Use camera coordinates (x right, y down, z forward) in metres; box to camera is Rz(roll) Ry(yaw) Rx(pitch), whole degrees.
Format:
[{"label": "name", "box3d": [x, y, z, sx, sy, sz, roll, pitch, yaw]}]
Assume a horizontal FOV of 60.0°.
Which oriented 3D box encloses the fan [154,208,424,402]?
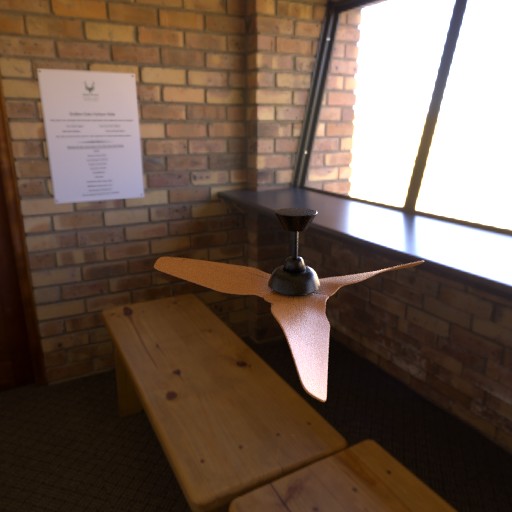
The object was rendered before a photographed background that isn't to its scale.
[{"label": "fan", "box3d": [0.000, 0.000, 1.623, 1.010, 0.355, 1.142, 9, 19, 28]}]
